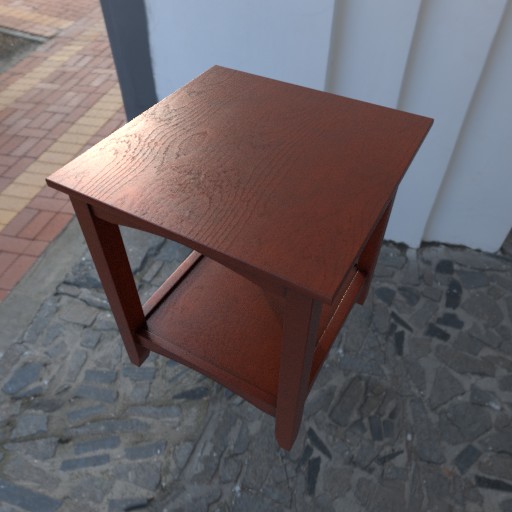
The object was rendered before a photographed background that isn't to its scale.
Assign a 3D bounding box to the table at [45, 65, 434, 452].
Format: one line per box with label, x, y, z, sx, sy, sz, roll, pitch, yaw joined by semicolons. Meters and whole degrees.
table;0.000;0.000;0.981;0.522;0.558;0.523;24;51;22
